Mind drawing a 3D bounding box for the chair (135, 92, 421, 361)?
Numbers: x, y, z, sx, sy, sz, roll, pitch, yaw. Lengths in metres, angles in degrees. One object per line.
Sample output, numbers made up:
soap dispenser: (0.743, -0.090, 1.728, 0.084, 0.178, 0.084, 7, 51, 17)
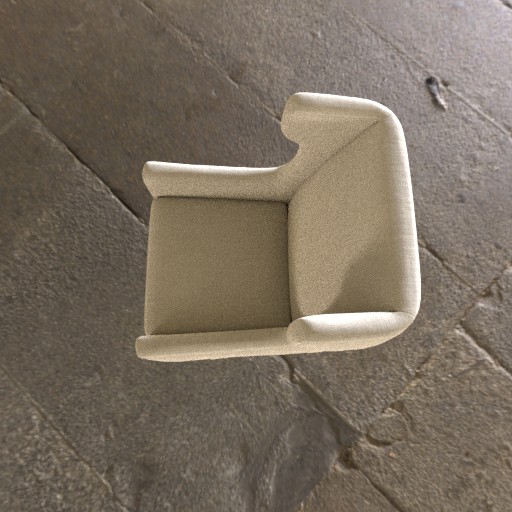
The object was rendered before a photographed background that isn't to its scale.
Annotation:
chair: (0.000, 0.000, 1.699, 0.899, 1.079, 0.778, -1, 77, 0)
